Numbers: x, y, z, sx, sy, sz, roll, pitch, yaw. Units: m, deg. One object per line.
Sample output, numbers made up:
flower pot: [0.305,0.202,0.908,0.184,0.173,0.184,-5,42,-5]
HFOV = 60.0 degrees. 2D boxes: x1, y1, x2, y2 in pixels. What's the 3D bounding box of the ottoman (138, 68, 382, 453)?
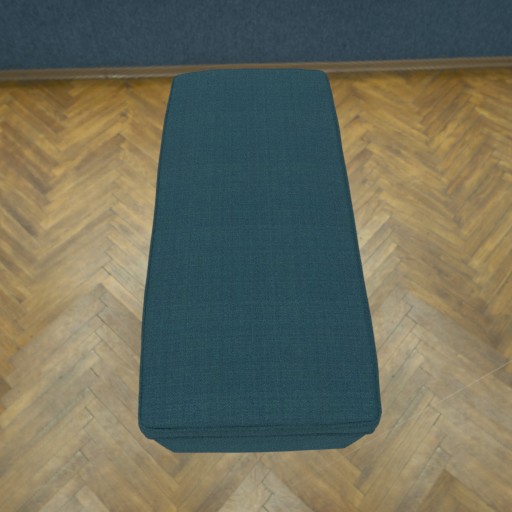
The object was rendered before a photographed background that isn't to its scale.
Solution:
ottoman: [0.000,0.000,1.179,0.474,0.474,0.943,-1,61,-1]
